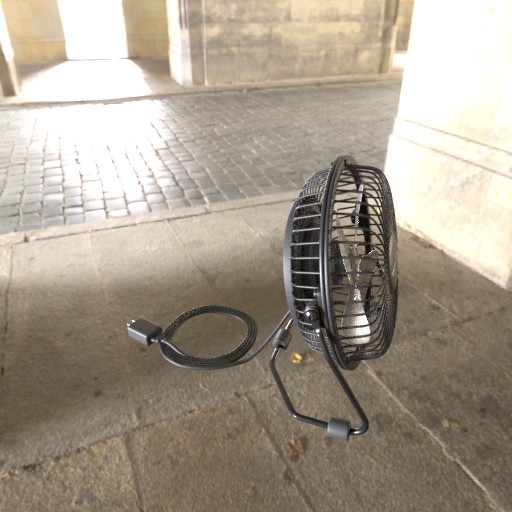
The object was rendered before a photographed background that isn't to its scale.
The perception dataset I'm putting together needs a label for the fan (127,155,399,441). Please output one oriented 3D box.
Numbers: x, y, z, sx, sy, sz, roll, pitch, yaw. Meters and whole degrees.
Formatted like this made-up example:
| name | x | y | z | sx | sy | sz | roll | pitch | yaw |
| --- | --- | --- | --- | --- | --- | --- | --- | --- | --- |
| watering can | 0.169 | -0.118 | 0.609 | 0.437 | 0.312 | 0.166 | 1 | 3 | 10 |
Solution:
| name | x | y | z | sx | sy | sz | roll | pitch | yaw |
| --- | --- | --- | --- | --- | --- | --- | --- | --- | --- |
| fan | 0.000 | 0.000 | 0.315 | 0.202 | 0.152 | 0.153 | 10 | 31 | 18 |
